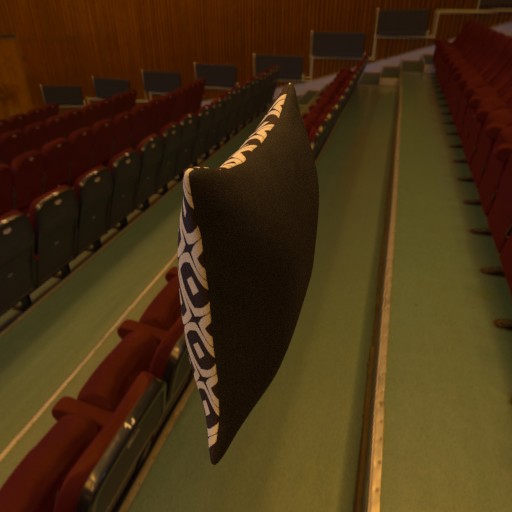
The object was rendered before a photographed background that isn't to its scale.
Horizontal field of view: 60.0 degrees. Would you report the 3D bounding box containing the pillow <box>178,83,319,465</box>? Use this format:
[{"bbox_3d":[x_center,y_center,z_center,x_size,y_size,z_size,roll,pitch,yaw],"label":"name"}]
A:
[{"bbox_3d":[0.000,0.000,0.779,0.188,0.494,0.504,8,33,13],"label":"pillow"}]
